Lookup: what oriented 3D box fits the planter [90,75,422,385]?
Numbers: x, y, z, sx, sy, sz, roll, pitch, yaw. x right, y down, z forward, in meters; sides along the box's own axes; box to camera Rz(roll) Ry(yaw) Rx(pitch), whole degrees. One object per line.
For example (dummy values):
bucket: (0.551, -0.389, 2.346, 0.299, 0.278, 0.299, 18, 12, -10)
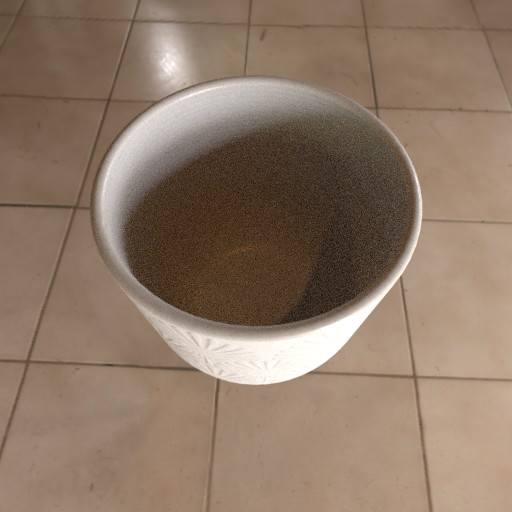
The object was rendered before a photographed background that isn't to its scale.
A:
planter: (0.000, 0.000, 0.294, 0.170, 0.152, 0.170, 0, 60, 0)
